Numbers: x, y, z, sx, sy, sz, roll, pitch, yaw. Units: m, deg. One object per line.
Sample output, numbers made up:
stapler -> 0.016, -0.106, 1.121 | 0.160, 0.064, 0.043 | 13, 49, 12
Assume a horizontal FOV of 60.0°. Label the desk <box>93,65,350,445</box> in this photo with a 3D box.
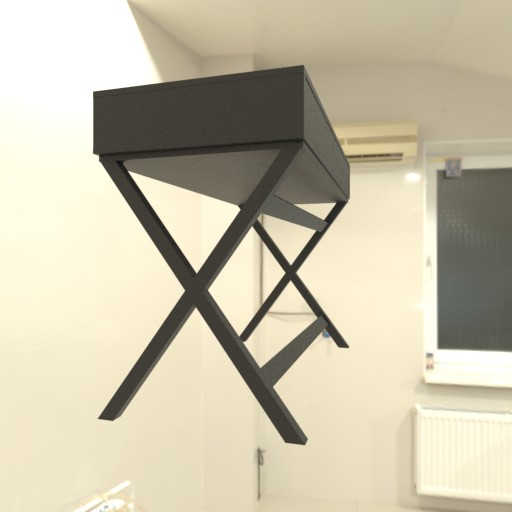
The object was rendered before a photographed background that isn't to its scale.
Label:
desk -> 0.000, 0.000, 1.482 | 0.525, 0.780, 1.057 | 0, 0, 17
